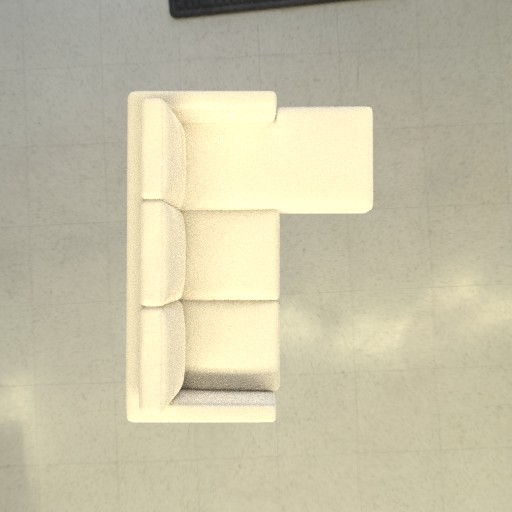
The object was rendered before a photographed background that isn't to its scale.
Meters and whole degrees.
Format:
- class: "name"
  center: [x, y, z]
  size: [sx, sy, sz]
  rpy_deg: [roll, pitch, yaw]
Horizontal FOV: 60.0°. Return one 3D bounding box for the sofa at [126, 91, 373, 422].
- class: "sofa"
  center: [0.000, 0.000, 2.917]
  size: [1.580, 0.899, 2.029]
  rpy_deg: [0, 89, 1]
